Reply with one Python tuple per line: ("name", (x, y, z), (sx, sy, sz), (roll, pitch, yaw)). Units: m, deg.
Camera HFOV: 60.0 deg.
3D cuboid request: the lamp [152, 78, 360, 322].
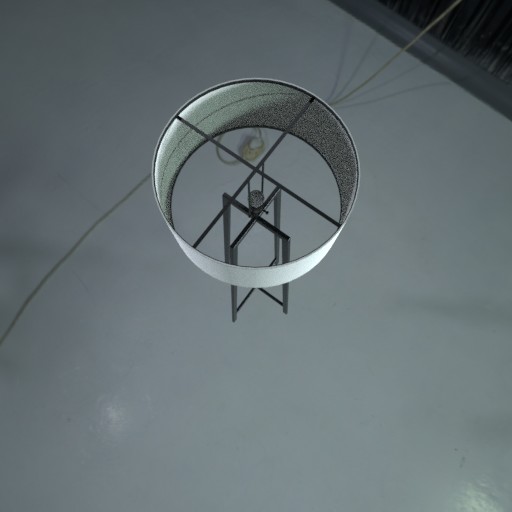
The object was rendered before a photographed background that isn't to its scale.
("lamp", (0.000, 0.000, 1.703), (0.456, 1.510, 0.457), (35, 78, 9))
